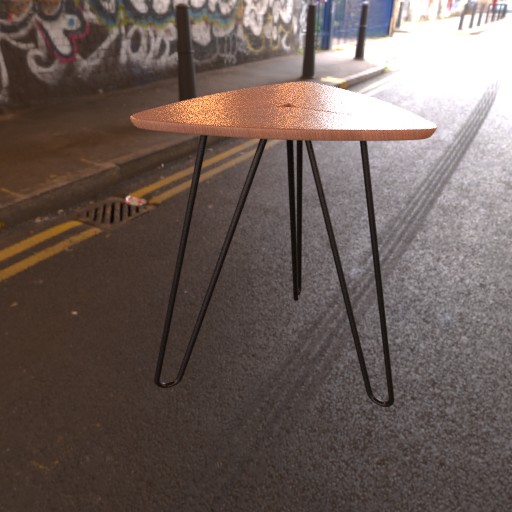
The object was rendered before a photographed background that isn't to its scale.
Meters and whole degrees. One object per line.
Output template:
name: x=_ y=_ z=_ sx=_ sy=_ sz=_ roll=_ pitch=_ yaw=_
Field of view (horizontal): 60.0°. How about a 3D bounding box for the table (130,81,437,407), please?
table: x=0.000 y=0.000 z=0.867 sx=0.455 sy=0.564 sz=0.442 roll=-10 pitch=32 yaw=-17
